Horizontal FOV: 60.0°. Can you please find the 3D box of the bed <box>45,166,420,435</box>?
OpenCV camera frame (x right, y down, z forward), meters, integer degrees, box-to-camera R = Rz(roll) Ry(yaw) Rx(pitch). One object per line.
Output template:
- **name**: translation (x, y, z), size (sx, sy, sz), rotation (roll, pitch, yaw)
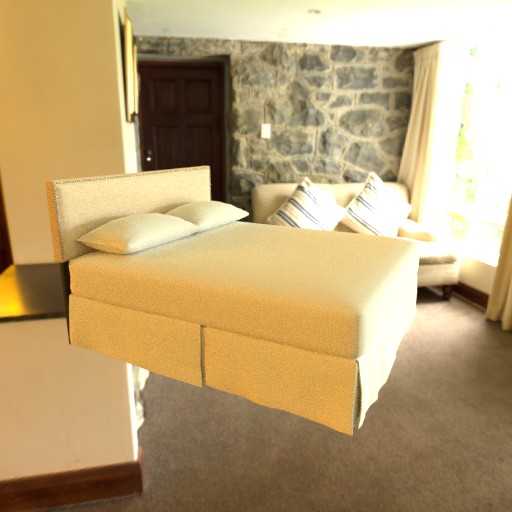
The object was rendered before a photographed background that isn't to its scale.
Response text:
- **bed**: translation (0.000, 0.000, 2.879), size (1.876, 1.016, 1.616), rotation (8, 17, 27)
